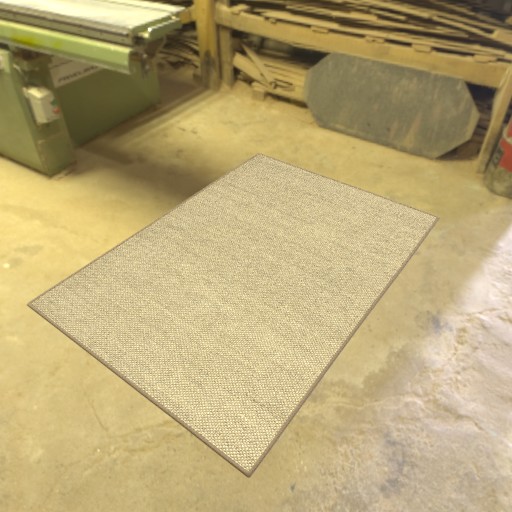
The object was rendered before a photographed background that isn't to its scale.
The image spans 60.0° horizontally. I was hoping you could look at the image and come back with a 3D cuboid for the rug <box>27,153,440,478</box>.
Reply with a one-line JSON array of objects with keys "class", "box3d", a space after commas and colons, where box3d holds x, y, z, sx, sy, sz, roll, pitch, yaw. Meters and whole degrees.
[{"class": "rug", "box3d": [0.000, 0.000, 2.679, 1.517, 0.013, 2.115, 26, 47, 27]}]
